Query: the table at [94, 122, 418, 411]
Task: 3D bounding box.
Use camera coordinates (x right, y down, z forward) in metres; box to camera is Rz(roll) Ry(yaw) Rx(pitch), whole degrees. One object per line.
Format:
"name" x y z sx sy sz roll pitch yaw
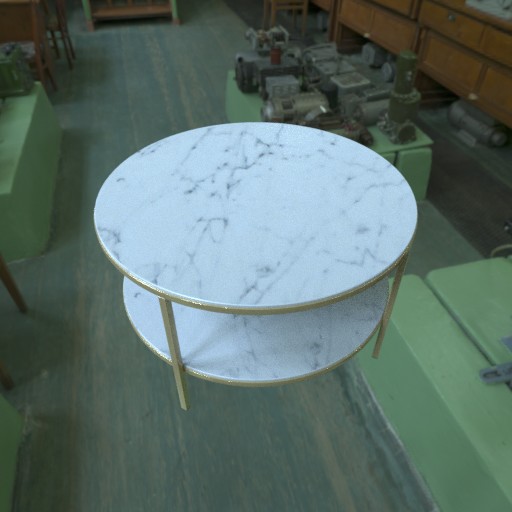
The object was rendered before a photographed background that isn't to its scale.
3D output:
"table" 0.000 0.000 1.277 0.800 0.450 0.800 0 41 0
